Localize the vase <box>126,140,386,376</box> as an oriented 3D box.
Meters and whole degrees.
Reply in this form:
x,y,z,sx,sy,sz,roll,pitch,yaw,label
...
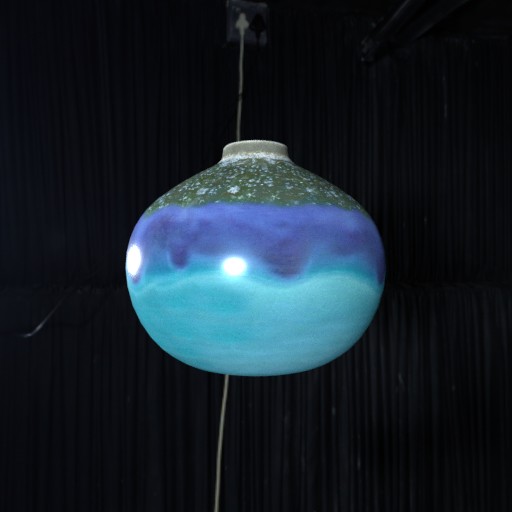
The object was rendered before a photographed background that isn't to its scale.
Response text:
x,y,z,sx,sy,sz,roll,pitch,yaw,label
0.000,0.000,0.273,0.154,0.133,0.154,0,-1,0,vase
